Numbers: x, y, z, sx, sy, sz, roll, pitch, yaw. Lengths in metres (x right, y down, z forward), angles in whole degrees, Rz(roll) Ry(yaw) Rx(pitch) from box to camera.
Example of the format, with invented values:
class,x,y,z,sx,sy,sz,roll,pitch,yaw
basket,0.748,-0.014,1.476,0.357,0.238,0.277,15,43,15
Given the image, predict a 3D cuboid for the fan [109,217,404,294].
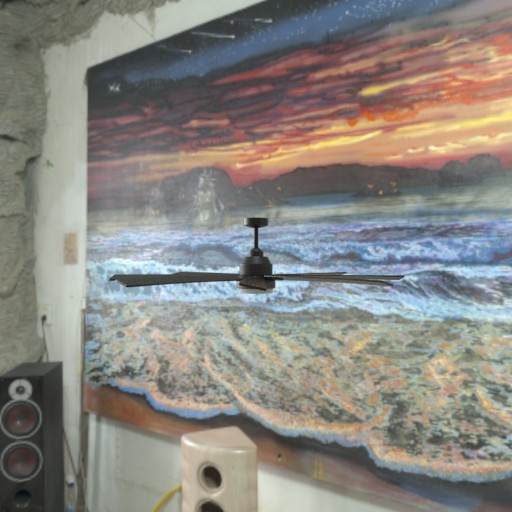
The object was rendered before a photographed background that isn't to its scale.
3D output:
class,x,y,z,sx,sy,sz,roll,pitch,yaw
fan,0.000,0.000,2.793,1.830,0.472,1.830,0,0,1
